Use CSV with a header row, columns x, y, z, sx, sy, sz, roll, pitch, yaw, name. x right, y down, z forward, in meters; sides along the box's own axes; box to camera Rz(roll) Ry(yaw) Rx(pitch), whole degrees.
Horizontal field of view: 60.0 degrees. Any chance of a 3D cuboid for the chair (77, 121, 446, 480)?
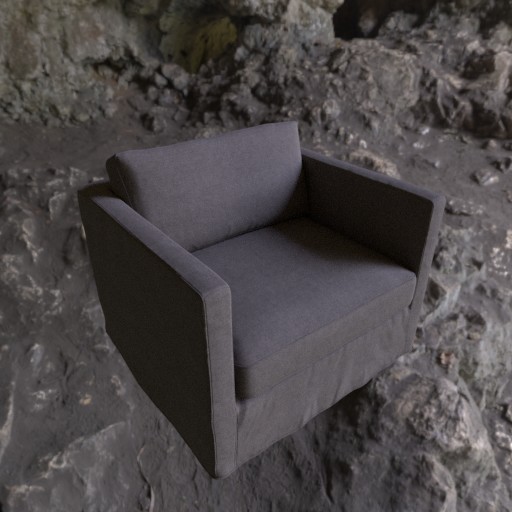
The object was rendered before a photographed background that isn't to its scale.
x,y,z,sx,sy,sz,roll,pitch,yaw,name
0.000,0.000,1.754,1.057,0.863,0.949,-21,36,-32,chair
